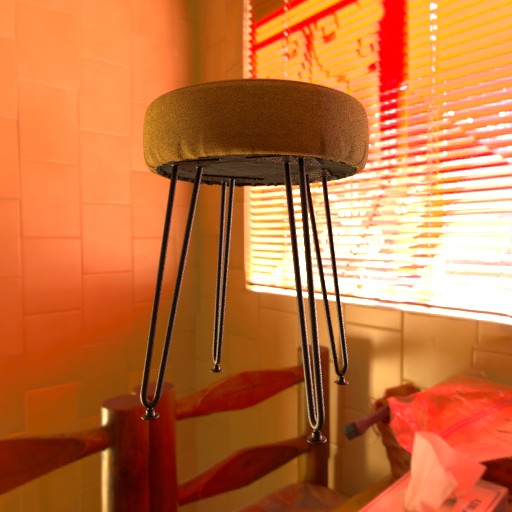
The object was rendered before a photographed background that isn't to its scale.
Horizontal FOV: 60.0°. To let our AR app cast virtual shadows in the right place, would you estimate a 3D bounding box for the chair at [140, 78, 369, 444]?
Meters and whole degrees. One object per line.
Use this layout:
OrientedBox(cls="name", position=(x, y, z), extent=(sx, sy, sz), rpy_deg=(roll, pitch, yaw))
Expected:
OrientedBox(cls="chair", position=(0.000, 0.000, 0.702), extent=(0.345, 0.455, 0.345), rpy_deg=(1, 2, 18))
